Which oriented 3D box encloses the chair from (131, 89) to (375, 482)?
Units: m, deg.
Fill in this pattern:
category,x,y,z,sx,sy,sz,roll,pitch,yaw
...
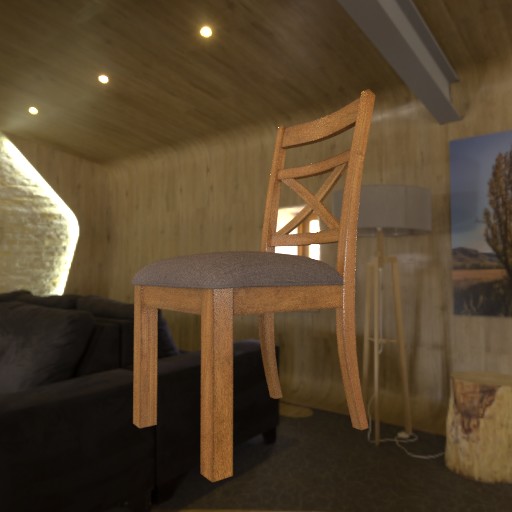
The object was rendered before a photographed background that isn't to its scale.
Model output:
category,x,y,z,sx,sy,sz,roll,pitch,yaw
chair,0.000,0.000,1.260,0.581,0.949,0.470,2,-3,-36
